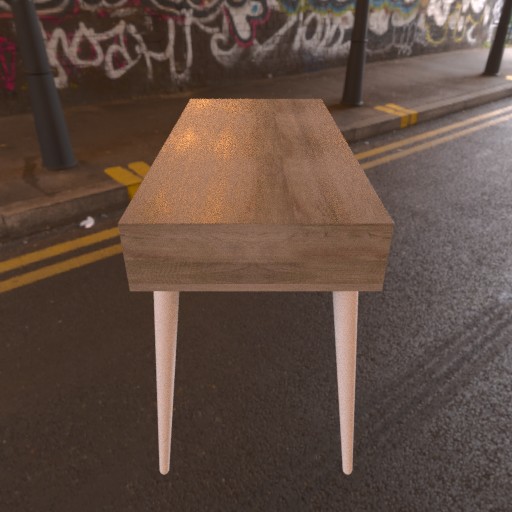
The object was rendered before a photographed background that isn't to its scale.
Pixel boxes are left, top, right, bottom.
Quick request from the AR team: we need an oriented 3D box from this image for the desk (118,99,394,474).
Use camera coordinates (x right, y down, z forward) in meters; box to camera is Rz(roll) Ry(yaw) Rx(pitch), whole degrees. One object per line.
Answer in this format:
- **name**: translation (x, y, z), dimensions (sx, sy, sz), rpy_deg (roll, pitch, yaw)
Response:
- **desk**: translation (0.000, 0.000, 1.359), dimensions (0.491, 0.723, 0.979), rpy_deg (0, 31, 0)
